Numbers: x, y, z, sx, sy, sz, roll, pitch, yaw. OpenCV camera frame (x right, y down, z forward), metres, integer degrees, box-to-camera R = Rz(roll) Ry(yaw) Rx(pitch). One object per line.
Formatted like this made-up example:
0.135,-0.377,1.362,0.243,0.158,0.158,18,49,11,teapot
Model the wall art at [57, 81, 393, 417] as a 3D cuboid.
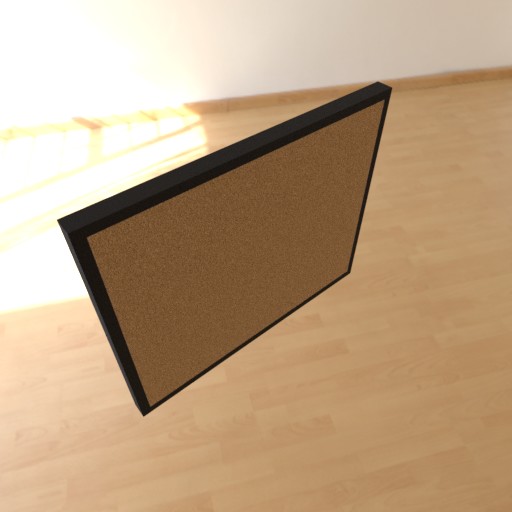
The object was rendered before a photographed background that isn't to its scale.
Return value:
0.000,0.000,0.774,0.554,0.454,0.030,-30,53,-26,wall art
